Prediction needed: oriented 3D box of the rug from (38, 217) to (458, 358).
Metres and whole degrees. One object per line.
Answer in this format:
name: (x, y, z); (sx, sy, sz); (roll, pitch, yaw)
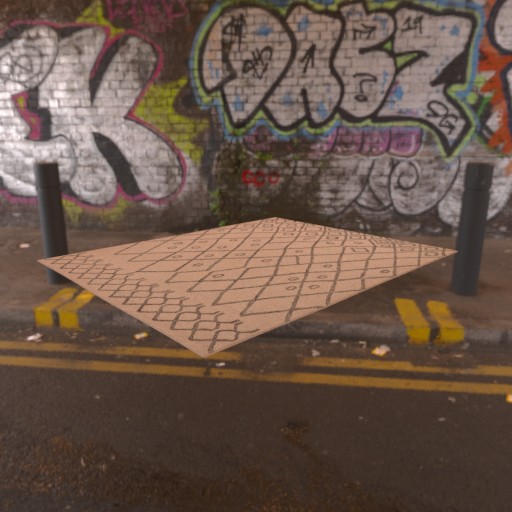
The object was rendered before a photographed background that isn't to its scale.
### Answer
rug: (0.000, 0.000, 4.102); (3.046, 0.015, 2.446); (-14, 21, -42)
